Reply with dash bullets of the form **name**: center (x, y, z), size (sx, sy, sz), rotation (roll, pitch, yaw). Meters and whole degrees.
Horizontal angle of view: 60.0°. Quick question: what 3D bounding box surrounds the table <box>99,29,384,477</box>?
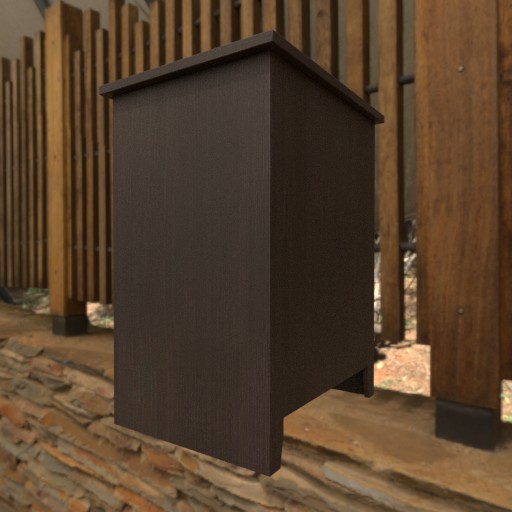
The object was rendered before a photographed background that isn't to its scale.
- **table**: center (0.000, 0.000, 0.921), size (0.381, 0.635, 0.480), rotation (1, 1, 34)
